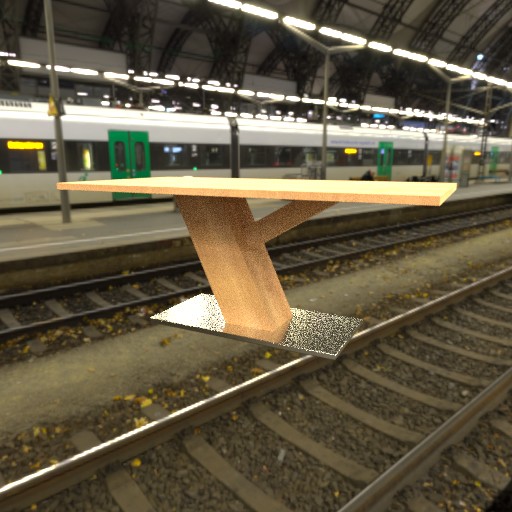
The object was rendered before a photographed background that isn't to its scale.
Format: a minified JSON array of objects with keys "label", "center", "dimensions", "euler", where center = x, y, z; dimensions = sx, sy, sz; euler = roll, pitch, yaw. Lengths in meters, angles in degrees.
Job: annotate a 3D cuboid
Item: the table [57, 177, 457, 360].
[{"label":"table","center":[0.000,0.000,2.308],"dimensions":[1.800,0.750,0.900],"euler":[6,14,26]}]
